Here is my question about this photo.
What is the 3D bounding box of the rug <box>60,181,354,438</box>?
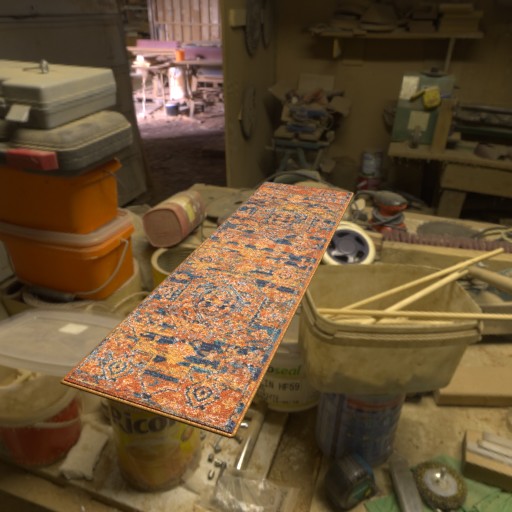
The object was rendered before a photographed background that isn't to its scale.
[{"bbox_3d":[0.000,0.000,1.959,0.556,0.013,1.820,10,31,18],"label":"rug"}]
